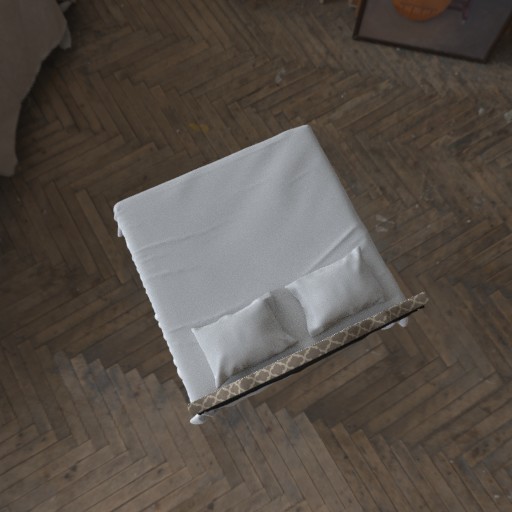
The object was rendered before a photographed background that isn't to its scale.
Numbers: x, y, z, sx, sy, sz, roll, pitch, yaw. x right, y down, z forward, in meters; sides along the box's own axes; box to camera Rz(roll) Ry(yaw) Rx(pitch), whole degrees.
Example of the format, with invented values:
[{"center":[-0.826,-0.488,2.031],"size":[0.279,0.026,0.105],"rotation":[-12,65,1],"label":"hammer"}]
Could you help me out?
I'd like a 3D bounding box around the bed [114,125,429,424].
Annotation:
[{"center":[0.000,0.000,3.882],"size":[2.314,1.601,2.222],"rotation":[-24,76,-6],"label":"bed"}]
